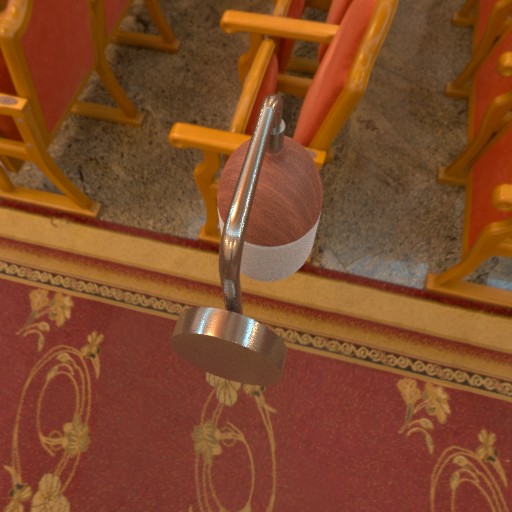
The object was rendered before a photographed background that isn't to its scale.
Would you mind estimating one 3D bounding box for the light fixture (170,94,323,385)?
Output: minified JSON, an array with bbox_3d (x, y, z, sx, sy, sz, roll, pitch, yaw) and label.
[{"bbox_3d":[0.000,0.000,0.448,0.108,0.343,0.216,13,65,7],"label":"light fixture"}]
